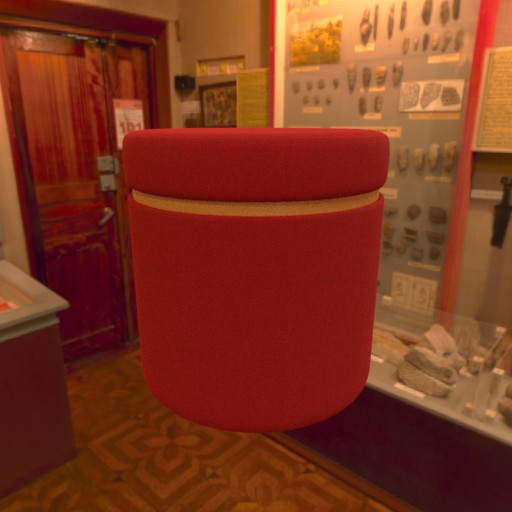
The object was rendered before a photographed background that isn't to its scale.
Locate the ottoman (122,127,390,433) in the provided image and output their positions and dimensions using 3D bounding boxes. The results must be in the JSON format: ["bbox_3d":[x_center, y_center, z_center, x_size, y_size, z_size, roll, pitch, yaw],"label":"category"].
[{"bbox_3d":[0.000,0.000,0.740,0.400,0.406,0.400,0,17,0],"label":"ottoman"}]
